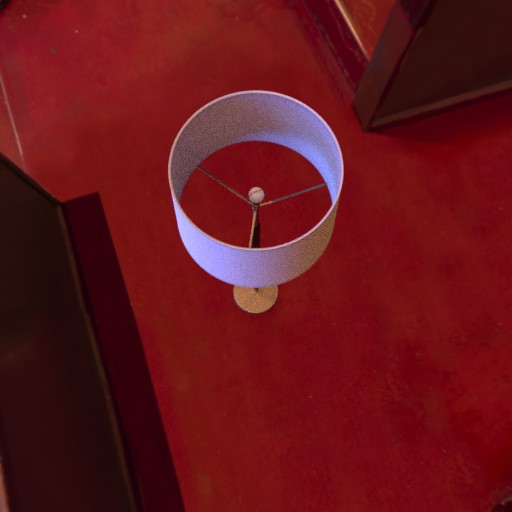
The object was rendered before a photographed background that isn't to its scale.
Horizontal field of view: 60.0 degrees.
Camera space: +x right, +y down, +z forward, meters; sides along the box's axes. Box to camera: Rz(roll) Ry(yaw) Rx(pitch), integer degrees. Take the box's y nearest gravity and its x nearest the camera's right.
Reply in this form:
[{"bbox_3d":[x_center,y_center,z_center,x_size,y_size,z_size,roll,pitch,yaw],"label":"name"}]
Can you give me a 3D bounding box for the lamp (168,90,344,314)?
[{"bbox_3d":[0.000,0.000,1.631,0.420,1.447,0.420,0,75,0],"label":"lamp"}]
